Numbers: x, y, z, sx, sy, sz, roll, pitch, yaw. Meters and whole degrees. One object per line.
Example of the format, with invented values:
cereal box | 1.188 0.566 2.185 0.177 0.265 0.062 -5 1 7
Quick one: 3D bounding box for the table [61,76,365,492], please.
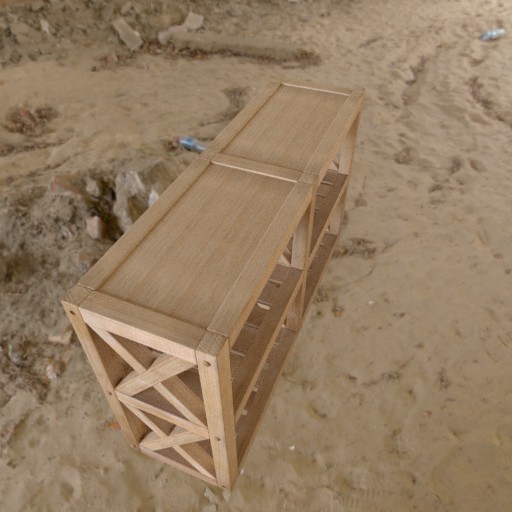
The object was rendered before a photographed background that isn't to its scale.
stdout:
table | 0.000 0.000 1.611 0.381 0.762 1.320 16 46 16
